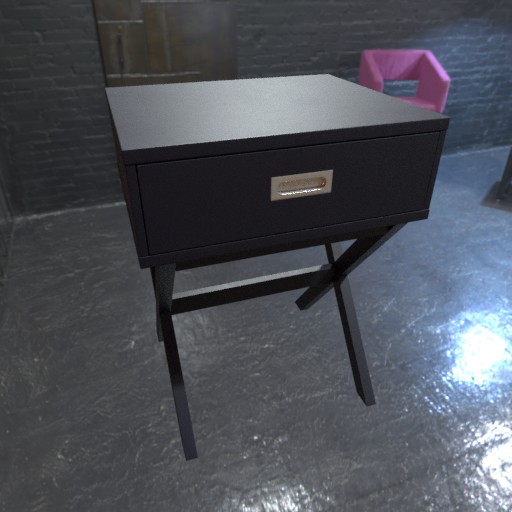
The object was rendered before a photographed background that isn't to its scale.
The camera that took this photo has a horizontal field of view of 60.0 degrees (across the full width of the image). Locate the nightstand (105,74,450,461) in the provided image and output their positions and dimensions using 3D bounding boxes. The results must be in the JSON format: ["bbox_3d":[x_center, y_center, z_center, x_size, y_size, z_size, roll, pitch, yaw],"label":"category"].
[{"bbox_3d":[0.000,0.000,0.921,0.479,0.623,0.402,-10,33,-16],"label":"nightstand"}]
